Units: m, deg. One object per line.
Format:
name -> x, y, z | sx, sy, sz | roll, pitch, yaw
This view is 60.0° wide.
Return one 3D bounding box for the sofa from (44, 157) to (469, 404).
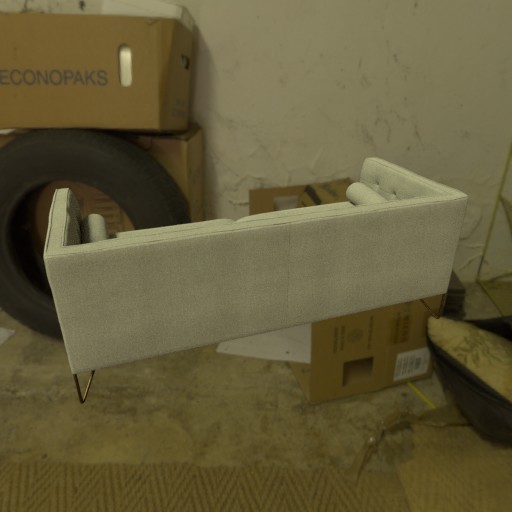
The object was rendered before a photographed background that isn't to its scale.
sofa -> 0.000, 0.000, 2.556 | 2.079, 0.798, 0.912 | -9, 29, -17
